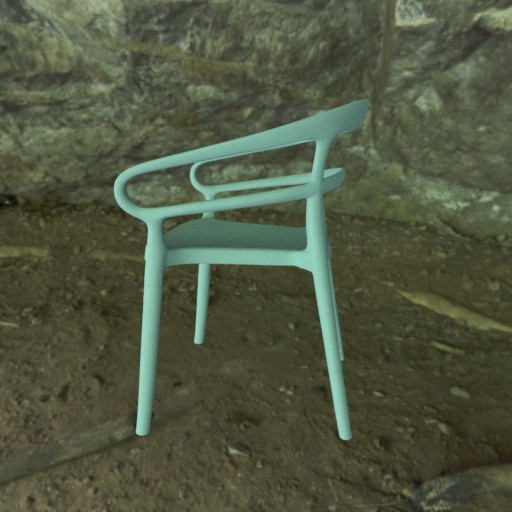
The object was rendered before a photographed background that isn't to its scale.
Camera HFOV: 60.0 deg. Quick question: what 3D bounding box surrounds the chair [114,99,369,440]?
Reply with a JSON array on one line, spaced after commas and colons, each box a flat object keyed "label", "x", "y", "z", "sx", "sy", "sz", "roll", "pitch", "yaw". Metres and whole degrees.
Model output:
[{"label": "chair", "x": 0.000, "y": 0.000, "z": 1.160, "sx": 0.527, "sy": 0.761, "sz": 0.559, "roll": 2, "pitch": 14, "yaw": 8}]
